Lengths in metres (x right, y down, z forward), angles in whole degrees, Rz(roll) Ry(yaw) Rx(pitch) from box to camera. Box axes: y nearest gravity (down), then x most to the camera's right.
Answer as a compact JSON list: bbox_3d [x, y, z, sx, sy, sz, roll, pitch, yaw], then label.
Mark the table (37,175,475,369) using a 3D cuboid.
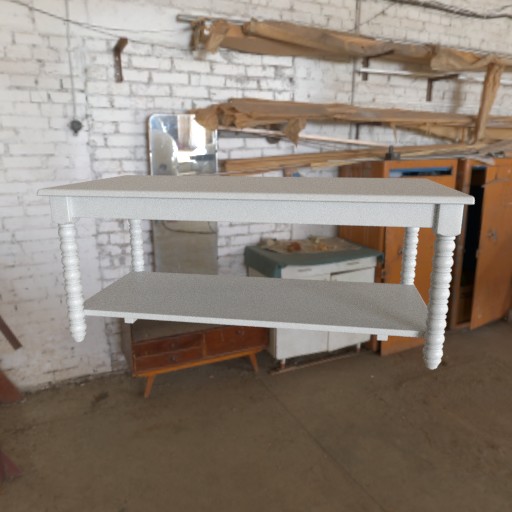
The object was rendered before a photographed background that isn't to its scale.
[{"bbox_3d":[0.000,0.000,1.494,1.171,0.487,0.580,2,15,9],"label":"table"}]
